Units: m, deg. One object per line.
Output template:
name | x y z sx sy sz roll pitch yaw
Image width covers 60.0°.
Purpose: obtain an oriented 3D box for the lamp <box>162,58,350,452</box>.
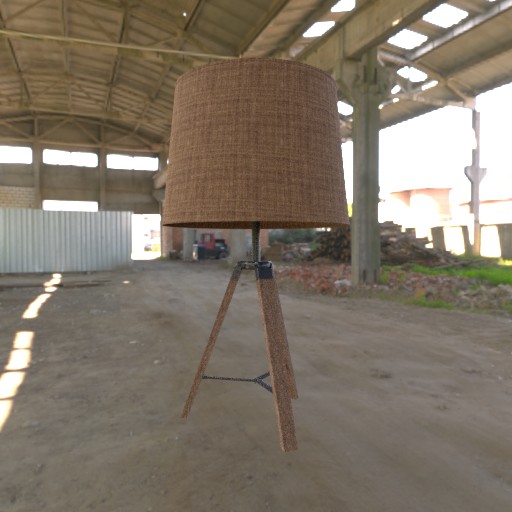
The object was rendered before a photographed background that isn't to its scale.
lamp | 0.000 0.000 0.698 0.290 0.514 0.290 0 1 0
